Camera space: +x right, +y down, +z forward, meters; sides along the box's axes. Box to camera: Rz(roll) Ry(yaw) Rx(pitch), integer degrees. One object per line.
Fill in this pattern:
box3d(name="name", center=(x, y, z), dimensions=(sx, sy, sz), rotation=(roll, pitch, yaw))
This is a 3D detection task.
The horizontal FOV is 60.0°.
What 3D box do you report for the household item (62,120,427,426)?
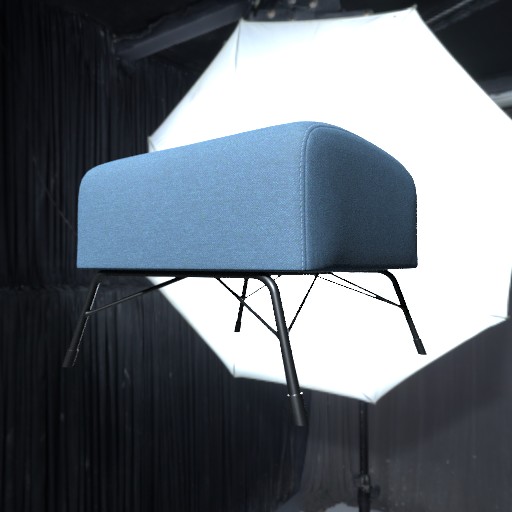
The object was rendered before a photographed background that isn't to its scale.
box3d(name="household item", center=(0.000, 0.000, 0.899), dimensions=(0.530, 0.420, 0.530), rotation=(-1, -1, 36))
